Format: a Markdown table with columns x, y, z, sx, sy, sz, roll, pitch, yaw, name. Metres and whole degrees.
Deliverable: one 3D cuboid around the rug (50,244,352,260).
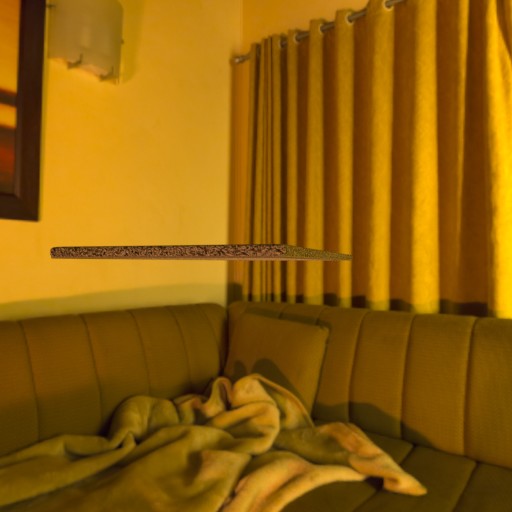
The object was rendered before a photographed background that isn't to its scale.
| x | y | z | sx | sy | sz | roll | pitch | yaw | name |
| --- | --- | --- | --- | --- | --- | --- | --- | --- | --- |
| 0.000 | 0.000 | 1.738 | 0.609 | 0.030 | 1.524 | 0 | -1 | 17 | rug |
